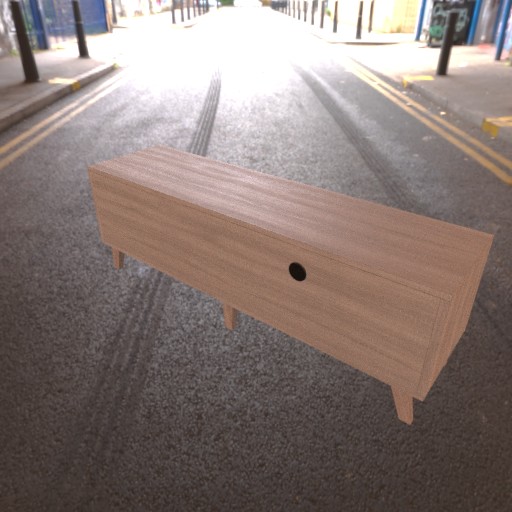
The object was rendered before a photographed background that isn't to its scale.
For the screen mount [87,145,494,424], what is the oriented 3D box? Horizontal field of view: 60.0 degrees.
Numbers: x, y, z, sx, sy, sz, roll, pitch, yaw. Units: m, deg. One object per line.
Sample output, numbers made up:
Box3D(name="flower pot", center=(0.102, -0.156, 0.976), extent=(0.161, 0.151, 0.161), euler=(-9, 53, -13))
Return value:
Box3D(name="screen mount", center=(0.000, 0.000, 1.720), extent=(1.500, 0.509, 0.401), euler=(22, 37, 32))
